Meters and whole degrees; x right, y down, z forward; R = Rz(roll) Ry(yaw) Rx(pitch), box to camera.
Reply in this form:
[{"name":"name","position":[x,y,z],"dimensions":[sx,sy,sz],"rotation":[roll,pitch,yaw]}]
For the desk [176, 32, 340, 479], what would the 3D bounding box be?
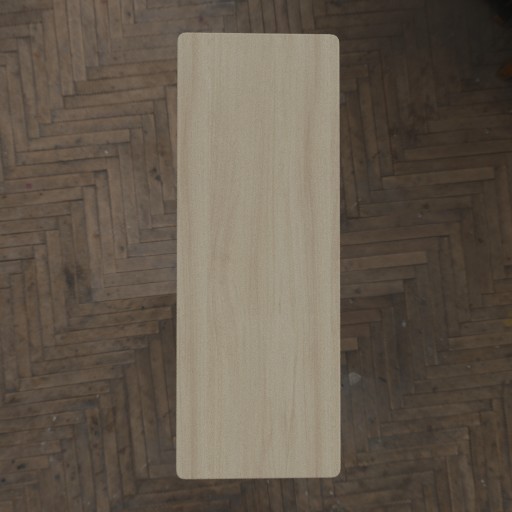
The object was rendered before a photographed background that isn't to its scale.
[{"name":"desk","position":[0.000,0.000,1.870],"dimensions":[0.550,0.755,1.500],"rotation":[0,89,-1]}]
